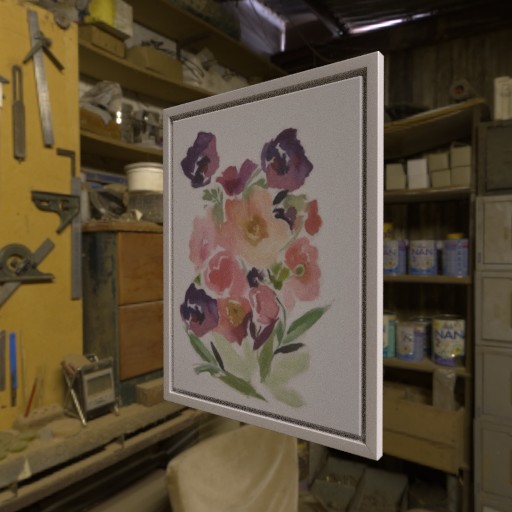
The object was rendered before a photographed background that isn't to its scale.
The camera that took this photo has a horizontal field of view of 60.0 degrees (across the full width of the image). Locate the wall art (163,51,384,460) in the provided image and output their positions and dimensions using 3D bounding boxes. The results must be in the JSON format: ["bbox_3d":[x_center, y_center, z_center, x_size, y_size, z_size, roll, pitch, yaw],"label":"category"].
[{"bbox_3d":[0.000,0.000,1.394,0.805,1.056,0.042,1,1,36],"label":"wall art"}]
